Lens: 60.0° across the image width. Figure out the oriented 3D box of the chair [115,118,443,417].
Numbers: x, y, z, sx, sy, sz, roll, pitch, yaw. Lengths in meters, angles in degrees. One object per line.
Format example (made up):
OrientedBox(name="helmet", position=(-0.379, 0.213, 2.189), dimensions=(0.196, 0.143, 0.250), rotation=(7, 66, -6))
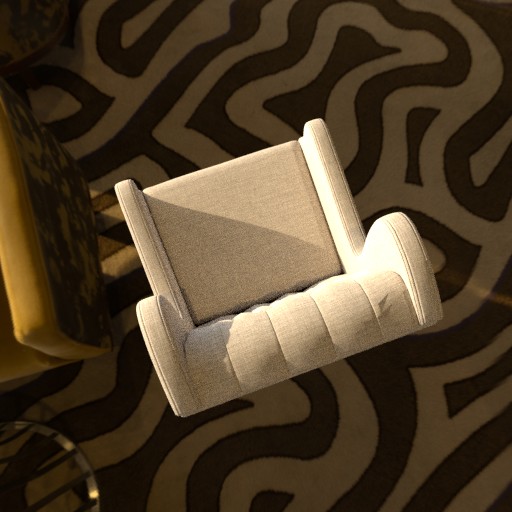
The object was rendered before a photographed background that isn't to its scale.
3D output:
OrientedBox(name="chair", position=(0.000, 0.000, 1.448), dimensions=(0.710, 0.930, 0.760), rotation=(-19, 76, -5))
